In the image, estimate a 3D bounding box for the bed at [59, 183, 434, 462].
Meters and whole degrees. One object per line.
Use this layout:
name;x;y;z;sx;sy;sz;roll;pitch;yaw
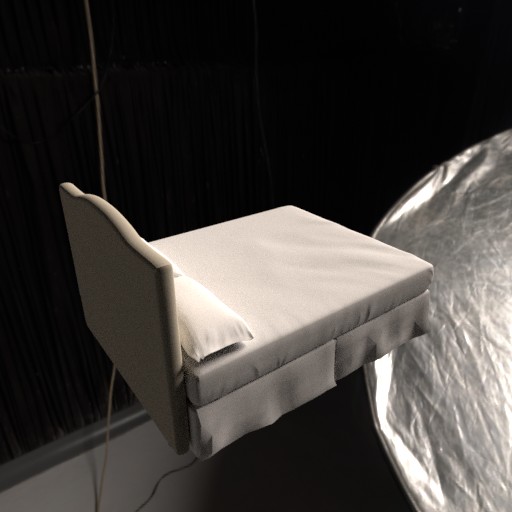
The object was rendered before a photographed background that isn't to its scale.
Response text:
bed;0.000;0.000;3.680;2.477;1.437;1.977;-18;32;-32
